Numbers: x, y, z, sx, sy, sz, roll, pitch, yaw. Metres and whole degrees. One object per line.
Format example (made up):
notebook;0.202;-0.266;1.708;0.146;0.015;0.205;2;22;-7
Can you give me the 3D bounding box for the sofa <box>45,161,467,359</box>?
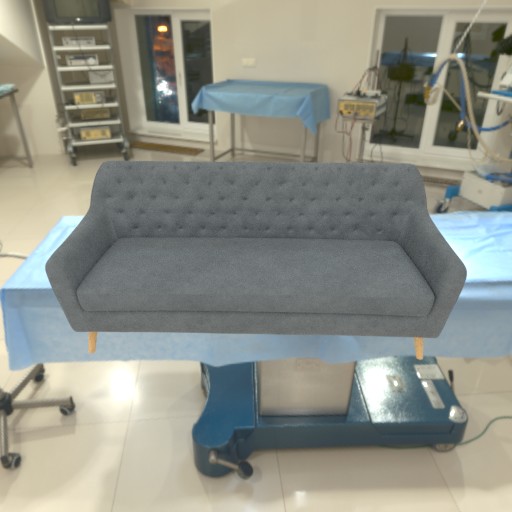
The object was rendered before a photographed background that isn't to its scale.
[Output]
sofa;0.000;0.000;2.433;1.975;0.832;0.841;1;29;1
